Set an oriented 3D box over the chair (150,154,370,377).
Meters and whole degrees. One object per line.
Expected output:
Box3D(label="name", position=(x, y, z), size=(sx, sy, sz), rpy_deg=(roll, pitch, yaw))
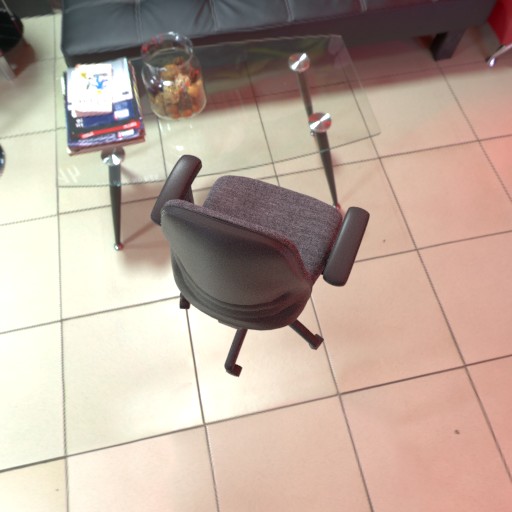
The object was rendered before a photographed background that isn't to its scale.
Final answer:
Box3D(label="chair", position=(0.000, 0.000, 1.259), size=(0.550, 0.910, 0.530), rpy_deg=(19, 66, 9))
